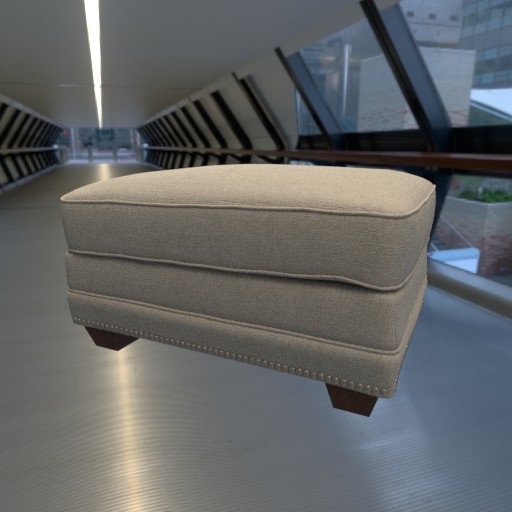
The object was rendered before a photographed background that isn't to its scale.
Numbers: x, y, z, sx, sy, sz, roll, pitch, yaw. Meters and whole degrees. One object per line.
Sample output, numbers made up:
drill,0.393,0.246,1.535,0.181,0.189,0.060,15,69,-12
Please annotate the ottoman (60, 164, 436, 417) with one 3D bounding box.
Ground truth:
ottoman,0.000,0.000,1.141,0.813,0.458,0.559,7,16,25
